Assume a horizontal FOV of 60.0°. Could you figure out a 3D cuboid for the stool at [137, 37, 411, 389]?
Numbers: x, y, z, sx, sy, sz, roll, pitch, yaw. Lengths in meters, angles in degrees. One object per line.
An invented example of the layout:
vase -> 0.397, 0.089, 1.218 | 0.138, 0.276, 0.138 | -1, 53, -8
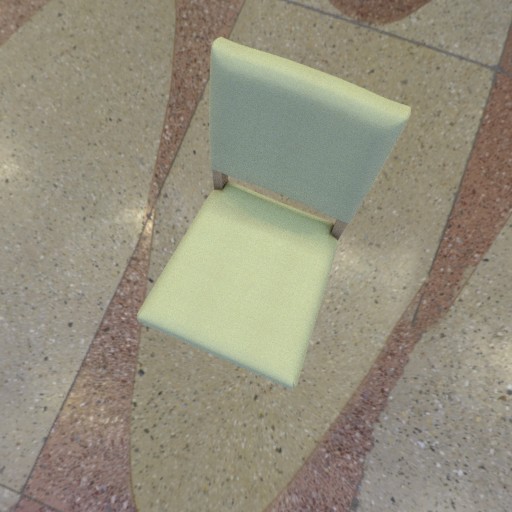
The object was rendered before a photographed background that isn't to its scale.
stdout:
stool -> 0.000, 0.000, 1.319 | 0.508, 0.986, 0.623 | 23, 77, 6
